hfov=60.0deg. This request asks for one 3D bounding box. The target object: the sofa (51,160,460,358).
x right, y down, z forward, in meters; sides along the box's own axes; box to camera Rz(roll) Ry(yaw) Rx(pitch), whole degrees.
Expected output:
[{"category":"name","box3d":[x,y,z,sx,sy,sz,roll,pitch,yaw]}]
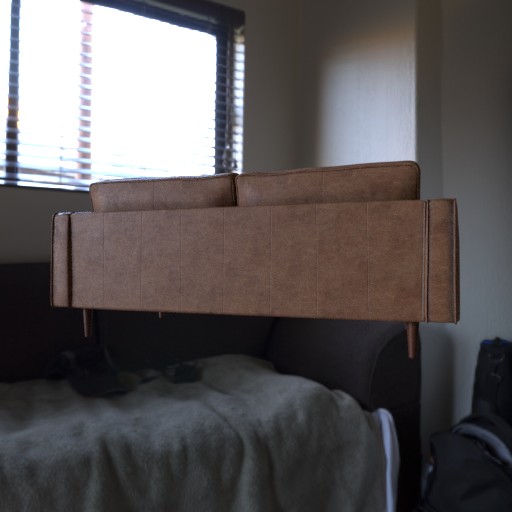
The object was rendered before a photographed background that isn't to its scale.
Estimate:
[{"category":"sofa","box3d":[0.000,0.000,2.379,1.920,0.825,0.924,0,0,18]}]
